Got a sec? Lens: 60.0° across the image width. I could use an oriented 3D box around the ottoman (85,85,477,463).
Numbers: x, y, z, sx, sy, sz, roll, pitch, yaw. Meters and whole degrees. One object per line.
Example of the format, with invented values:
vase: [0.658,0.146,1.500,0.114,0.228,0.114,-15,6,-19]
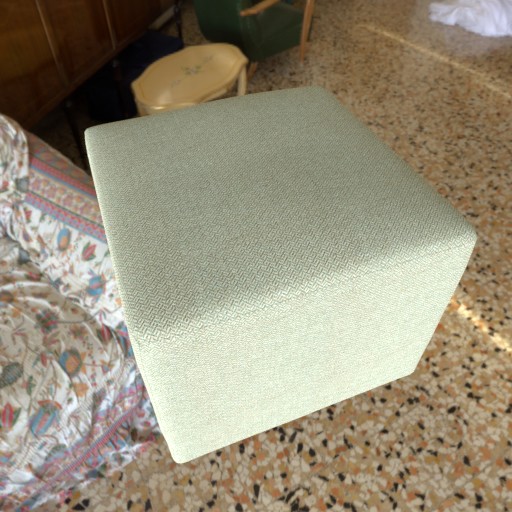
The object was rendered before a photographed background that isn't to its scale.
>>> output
ottoman: [0.000,0.000,0.870,0.512,0.453,0.521,-16,48,-15]
